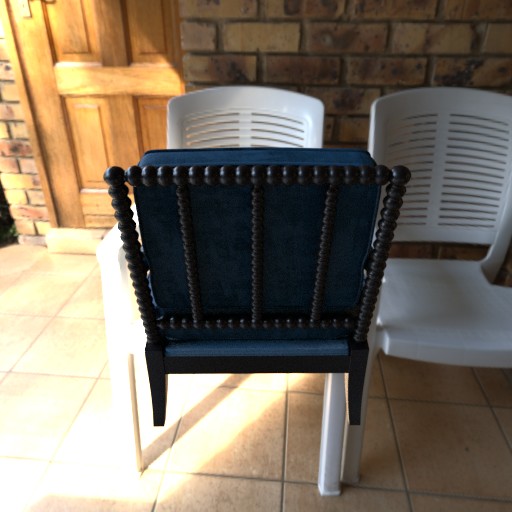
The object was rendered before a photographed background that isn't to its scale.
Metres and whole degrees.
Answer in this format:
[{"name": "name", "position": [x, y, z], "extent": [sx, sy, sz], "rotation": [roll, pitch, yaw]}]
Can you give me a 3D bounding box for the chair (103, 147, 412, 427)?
[{"name": "chair", "position": [0.000, 0.000, 1.448], "extent": [0.688, 0.857, 0.805], "rotation": [0, 29, 0]}]
